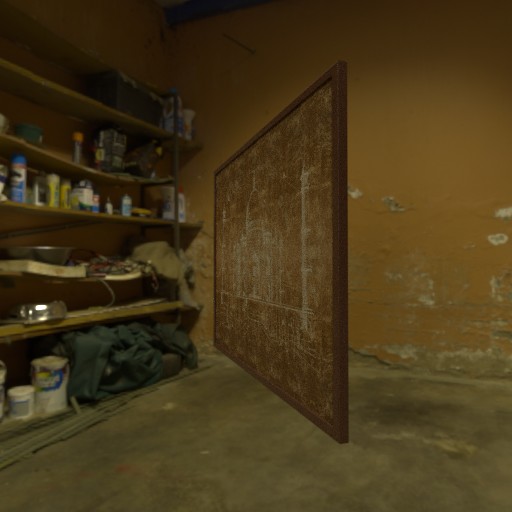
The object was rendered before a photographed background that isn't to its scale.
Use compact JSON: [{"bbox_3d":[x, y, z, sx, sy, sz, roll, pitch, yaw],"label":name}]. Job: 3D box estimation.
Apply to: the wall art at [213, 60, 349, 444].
[{"bbox_3d":[0.000,0.000,0.840,0.014,0.455,0.660,0,-1,-18],"label":"wall art"}]
